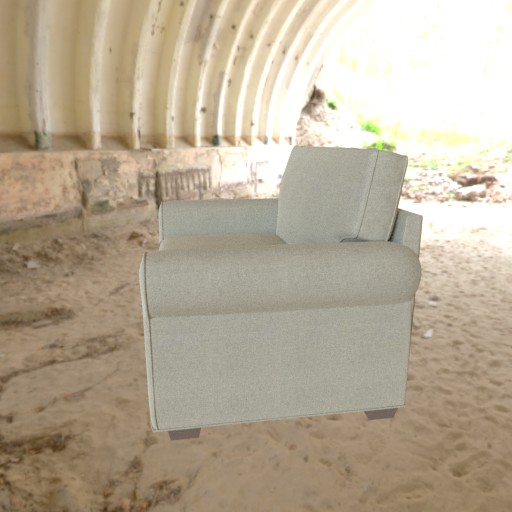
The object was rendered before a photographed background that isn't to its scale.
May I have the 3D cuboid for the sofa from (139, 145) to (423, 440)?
[{"bbox_3d":[0.000,0.000,2.060,0.936,0.991,1.405,-2,15,-9],"label":"sofa"}]
